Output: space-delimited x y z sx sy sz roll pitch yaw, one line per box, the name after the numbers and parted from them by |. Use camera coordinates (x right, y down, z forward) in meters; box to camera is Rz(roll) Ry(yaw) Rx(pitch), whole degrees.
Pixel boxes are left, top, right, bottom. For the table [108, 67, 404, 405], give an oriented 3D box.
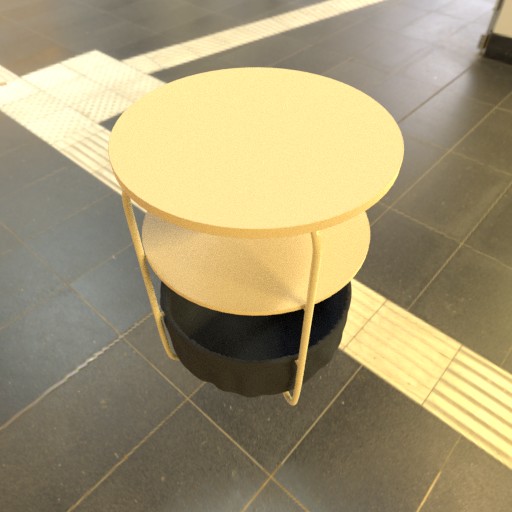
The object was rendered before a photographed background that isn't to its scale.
0.000 0.000 0.836 0.418 0.532 0.418 17 49 15 | table
